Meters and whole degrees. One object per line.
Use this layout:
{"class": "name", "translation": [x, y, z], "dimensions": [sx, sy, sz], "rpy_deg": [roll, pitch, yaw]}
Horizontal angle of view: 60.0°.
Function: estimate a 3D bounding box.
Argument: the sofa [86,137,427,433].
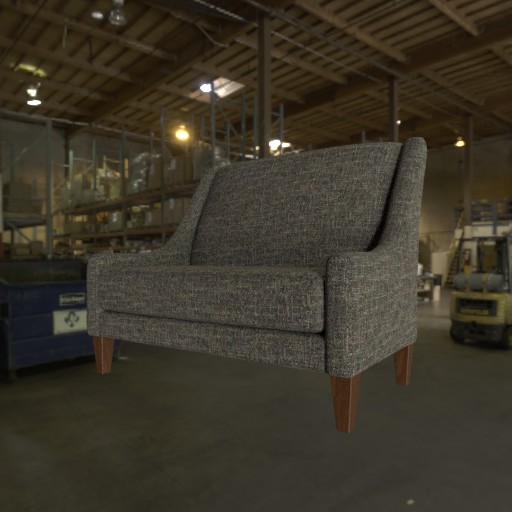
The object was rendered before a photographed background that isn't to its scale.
{"class": "sofa", "translation": [0.000, 0.000, 1.914], "dimensions": [1.242, 1.021, 0.870], "rpy_deg": [0, 0, 35]}
